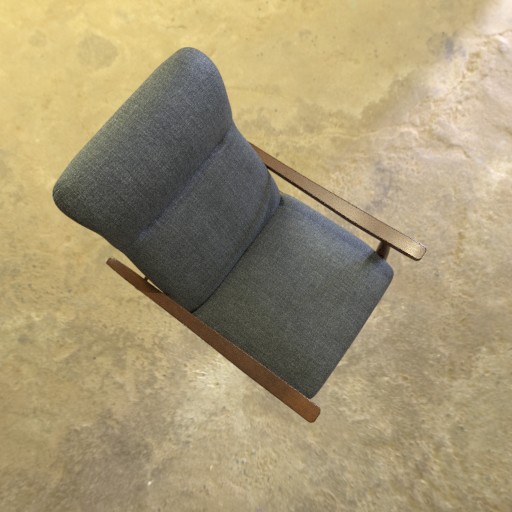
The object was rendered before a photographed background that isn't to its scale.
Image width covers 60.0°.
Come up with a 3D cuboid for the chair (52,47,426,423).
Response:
[{"bbox_3d":[0.000,0.000,1.727,1.030,1.082,0.762,35,78,9],"label":"chair"}]
